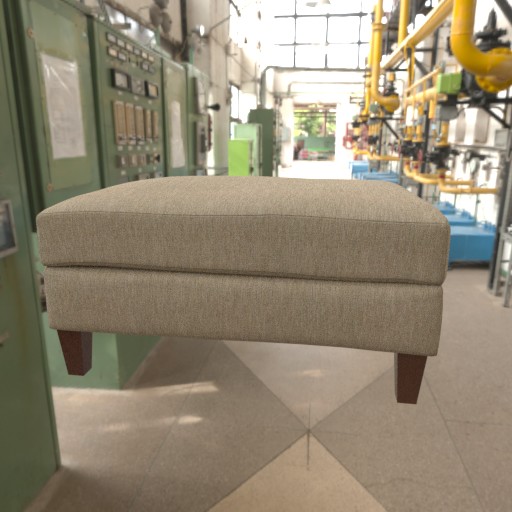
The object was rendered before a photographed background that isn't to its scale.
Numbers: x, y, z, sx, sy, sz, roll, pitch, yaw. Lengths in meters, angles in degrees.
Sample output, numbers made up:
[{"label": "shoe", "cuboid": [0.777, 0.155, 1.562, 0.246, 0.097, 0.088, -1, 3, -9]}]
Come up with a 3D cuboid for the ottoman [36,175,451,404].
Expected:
[{"label": "ottoman", "cuboid": [0.000, 0.000, 1.421, 0.976, 0.492, 0.836, 2, 15, 9]}]
